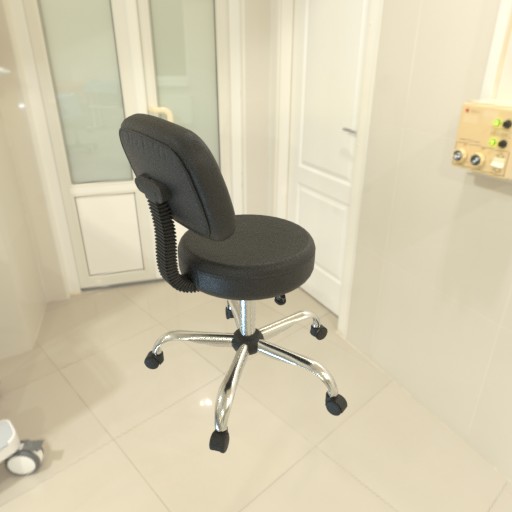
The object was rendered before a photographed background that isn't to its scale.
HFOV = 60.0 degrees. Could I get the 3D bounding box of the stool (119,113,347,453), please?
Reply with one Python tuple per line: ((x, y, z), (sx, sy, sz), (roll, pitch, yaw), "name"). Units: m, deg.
((0.000, 0.000, 1.345), (0.648, 0.862, 0.673), (-18, 31, -32), "stool")
